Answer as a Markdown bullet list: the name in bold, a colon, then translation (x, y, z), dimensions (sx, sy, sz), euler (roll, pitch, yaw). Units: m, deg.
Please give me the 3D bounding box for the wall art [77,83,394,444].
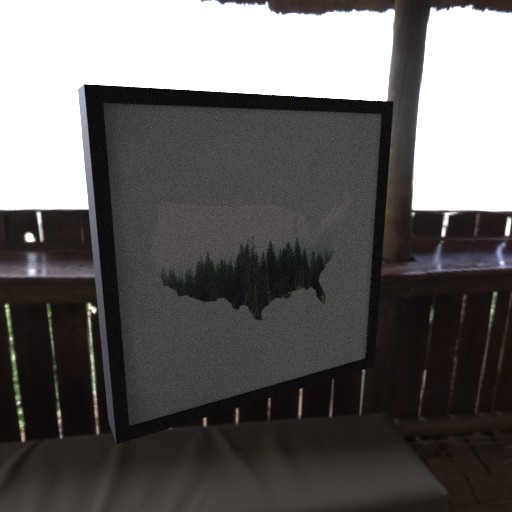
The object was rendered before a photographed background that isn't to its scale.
- **wall art**: translation (0.000, 0.000, 0.445), dimensions (0.304, 0.304, 0.038), euler (-8, 16, -27)
